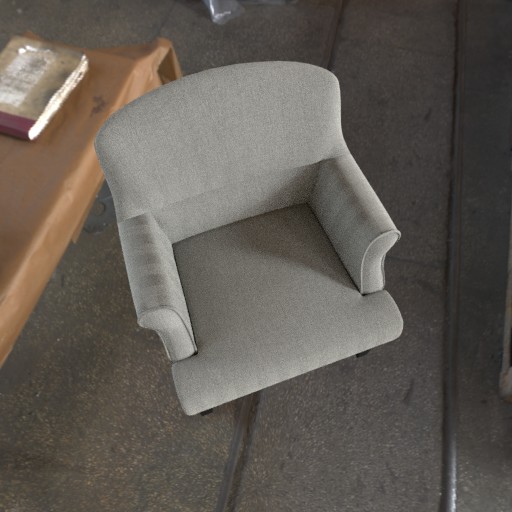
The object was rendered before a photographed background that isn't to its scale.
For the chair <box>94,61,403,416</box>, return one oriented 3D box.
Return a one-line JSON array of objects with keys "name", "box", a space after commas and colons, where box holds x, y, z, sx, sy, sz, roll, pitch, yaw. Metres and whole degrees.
[{"name": "chair", "box": [0.000, 0.000, 1.427, 0.772, 0.880, 0.755, -18, 64, -9]}]
